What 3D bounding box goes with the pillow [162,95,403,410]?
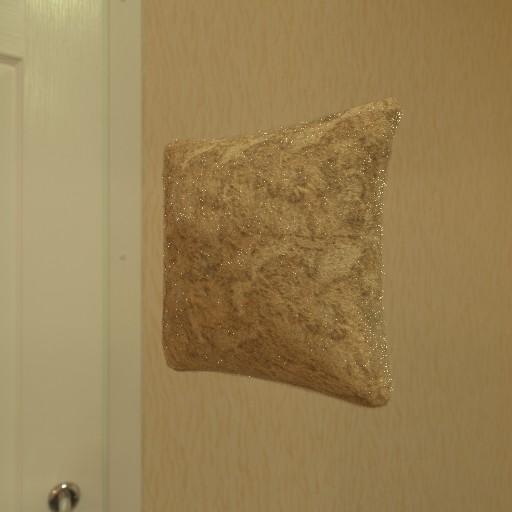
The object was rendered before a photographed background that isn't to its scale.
[{"bbox_3d":[0.000,0.000,0.842,0.538,0.525,0.216,0,0,36],"label":"pillow"}]
